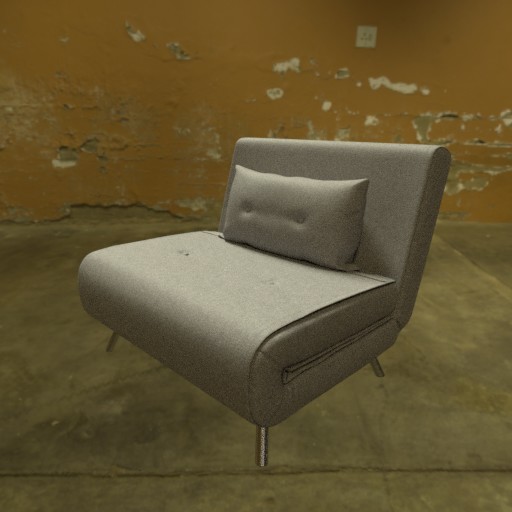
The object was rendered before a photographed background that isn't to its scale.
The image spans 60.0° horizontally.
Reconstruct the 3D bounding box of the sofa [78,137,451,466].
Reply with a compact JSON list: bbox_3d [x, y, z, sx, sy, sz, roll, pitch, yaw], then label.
[{"bbox_3d":[0.000,0.000,1.688,1.000,0.825,1.020,-16,24,-42],"label":"sofa"}]
